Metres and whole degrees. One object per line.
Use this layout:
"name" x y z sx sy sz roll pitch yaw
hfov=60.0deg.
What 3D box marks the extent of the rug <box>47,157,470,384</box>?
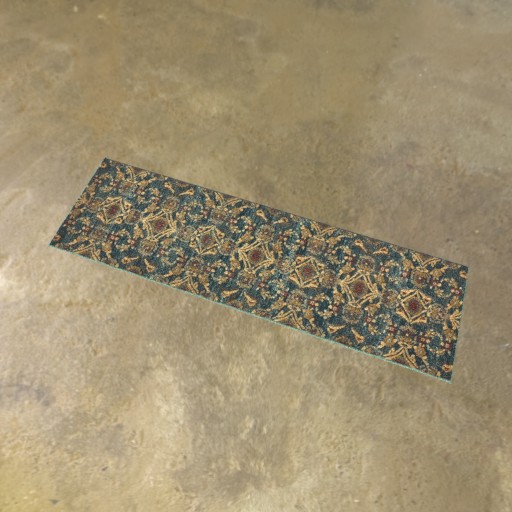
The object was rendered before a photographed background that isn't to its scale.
"rug" 0.000 0.000 2.505 2.292 0.014 0.685 18 65 9
